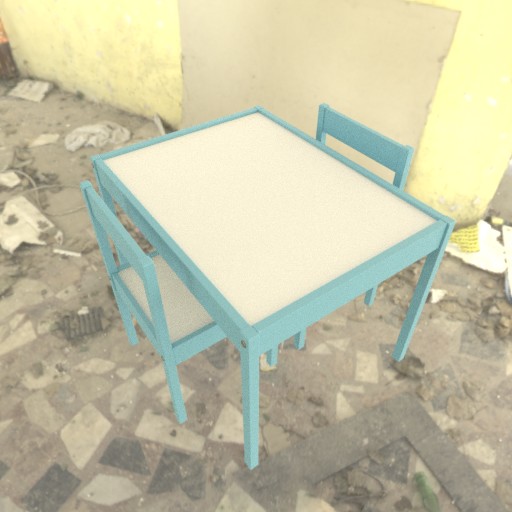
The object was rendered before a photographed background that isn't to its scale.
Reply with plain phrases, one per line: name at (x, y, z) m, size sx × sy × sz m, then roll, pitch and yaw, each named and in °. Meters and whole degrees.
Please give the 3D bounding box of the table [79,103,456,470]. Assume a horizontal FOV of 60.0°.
table at (0.000, 0.000, 1.067) m, size 0.633 × 0.503 × 0.639 m, roll -26°, pitch 48°, yaw -25°
